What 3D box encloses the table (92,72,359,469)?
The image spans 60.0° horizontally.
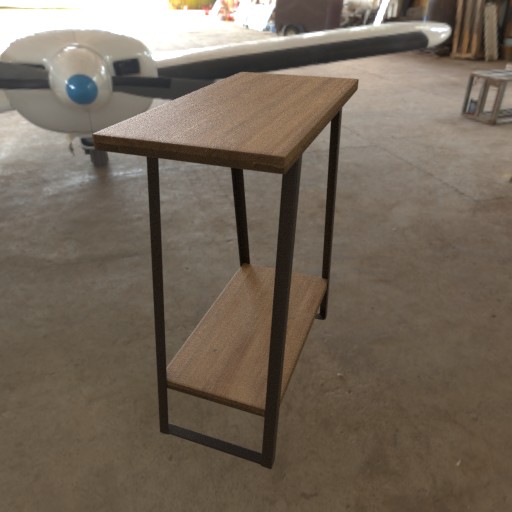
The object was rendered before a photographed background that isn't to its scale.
[{"bbox_3d":[0.000,0.000,1.033,0.300,0.701,0.599,11,33,17],"label":"table"}]
